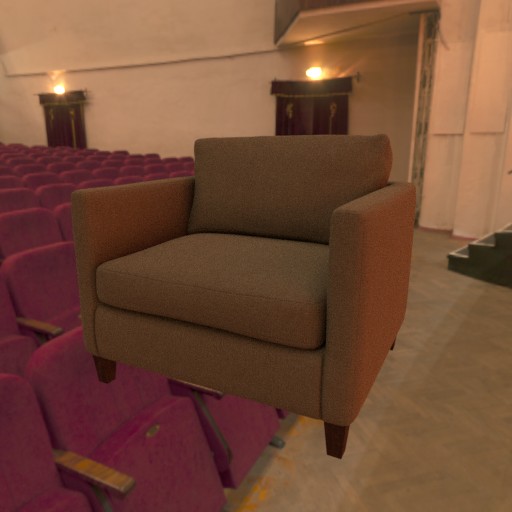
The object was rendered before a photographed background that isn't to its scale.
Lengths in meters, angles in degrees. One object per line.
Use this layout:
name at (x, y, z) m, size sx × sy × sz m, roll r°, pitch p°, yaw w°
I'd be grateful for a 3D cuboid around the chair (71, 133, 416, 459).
chair at (0.000, 0.000, 1.809) m, size 1.107 × 0.963 × 0.959 m, roll 7°, pitch 16°, yaw 26°
